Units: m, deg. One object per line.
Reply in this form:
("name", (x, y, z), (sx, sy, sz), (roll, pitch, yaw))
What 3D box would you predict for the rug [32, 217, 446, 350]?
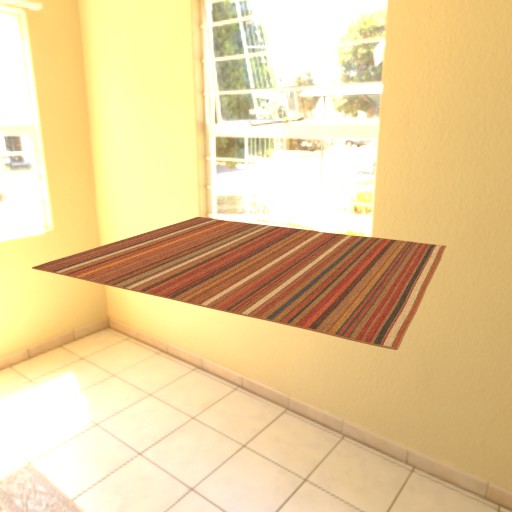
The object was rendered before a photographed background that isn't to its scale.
("rug", (0.000, 0.000, 4.164), (3.092, 0.023, 2.479), (9, 19, 27))
